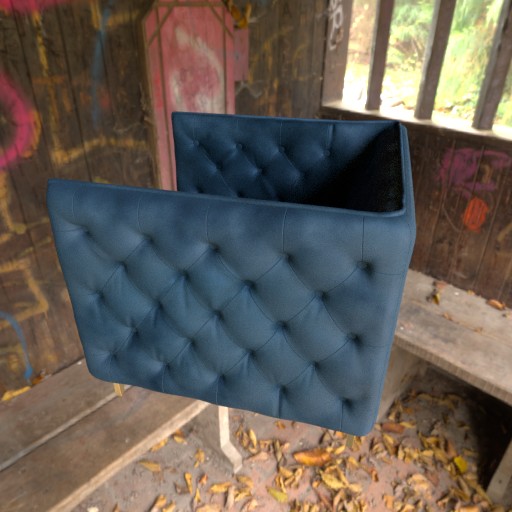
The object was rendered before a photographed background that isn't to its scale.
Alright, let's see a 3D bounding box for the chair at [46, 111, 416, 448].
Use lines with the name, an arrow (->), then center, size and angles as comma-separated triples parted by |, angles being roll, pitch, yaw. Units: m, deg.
chair -> 0.000, 0.000, 1.483 | 0.877, 0.771, 0.868 | 8, 32, 13
